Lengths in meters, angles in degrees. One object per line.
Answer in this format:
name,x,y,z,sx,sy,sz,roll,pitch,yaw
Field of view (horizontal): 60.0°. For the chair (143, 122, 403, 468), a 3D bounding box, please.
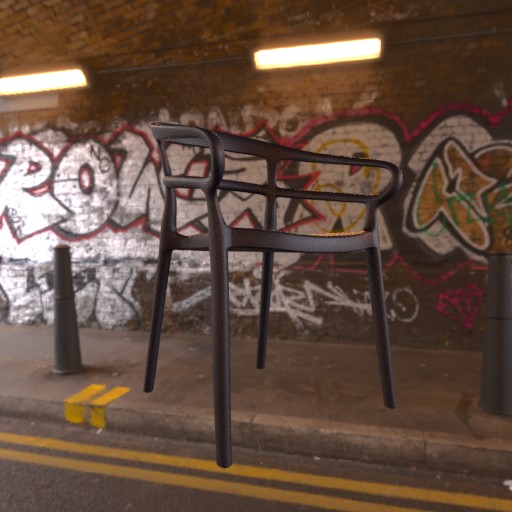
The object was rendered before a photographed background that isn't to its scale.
chair,0.000,0.000,1.145,0.559,0.761,0.527,-1,2,-37
